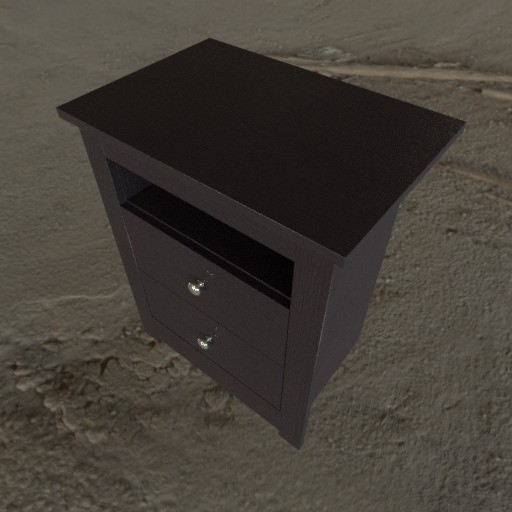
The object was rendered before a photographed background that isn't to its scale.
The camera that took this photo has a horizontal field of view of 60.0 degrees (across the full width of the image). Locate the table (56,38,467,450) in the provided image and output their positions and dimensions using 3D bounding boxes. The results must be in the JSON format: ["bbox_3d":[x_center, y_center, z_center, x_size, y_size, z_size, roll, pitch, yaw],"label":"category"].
[{"bbox_3d":[0.000,0.000,1.025,0.589,0.711,0.408,30,54,25],"label":"table"}]
